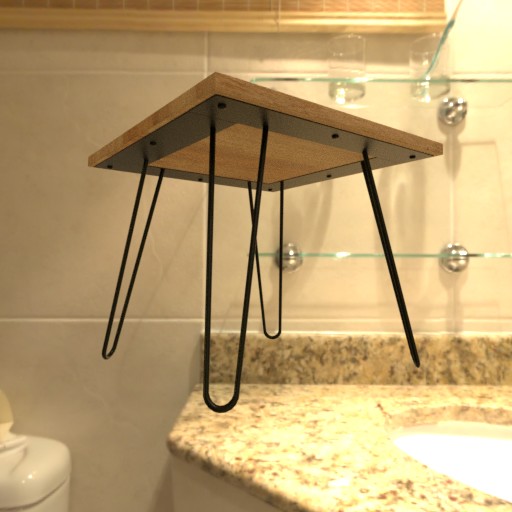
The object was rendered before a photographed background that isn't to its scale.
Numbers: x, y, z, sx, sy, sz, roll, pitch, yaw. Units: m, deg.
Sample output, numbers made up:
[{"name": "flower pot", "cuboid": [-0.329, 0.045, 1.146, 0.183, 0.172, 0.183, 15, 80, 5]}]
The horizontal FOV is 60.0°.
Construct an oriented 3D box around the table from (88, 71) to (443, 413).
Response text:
[{"name": "table", "cuboid": [0.000, 0.000, 1.041, 0.599, 0.500, 0.599, 1, -2, -37]}]
